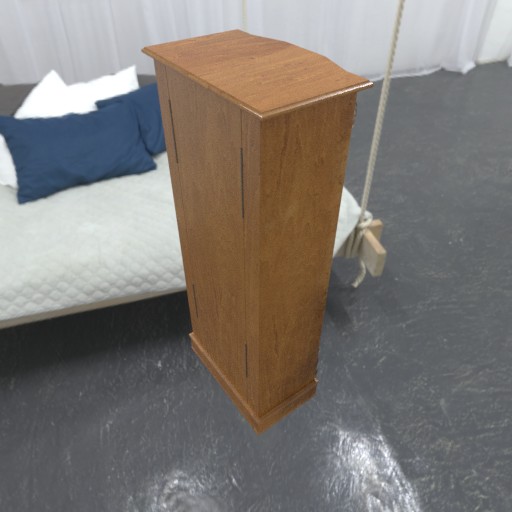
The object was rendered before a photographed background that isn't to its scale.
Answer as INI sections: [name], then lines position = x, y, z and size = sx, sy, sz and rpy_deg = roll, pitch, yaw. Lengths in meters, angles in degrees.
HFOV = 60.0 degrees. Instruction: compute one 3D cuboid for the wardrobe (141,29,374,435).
[wardrobe]
position = 0.000, 0.000, 1.133
size = 0.273, 0.959, 0.406
rpy_deg = -25, 47, -26
